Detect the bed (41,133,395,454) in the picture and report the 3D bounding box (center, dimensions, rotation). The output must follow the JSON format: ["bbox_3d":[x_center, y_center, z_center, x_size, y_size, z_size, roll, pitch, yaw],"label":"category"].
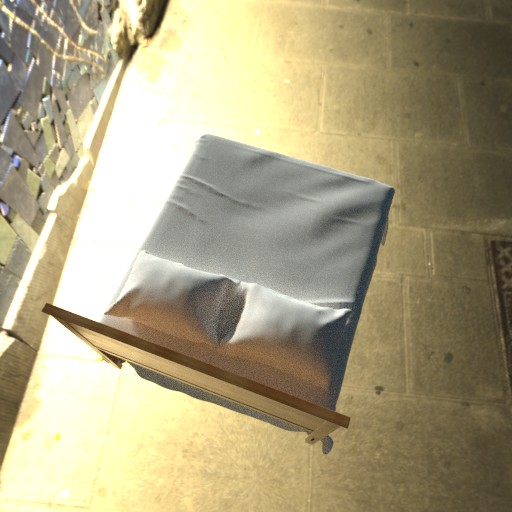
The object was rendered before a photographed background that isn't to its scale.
[{"bbox_3d":[0.000,0.000,3.170,1.870,1.273,2.035,18,64,9],"label":"bed"}]
